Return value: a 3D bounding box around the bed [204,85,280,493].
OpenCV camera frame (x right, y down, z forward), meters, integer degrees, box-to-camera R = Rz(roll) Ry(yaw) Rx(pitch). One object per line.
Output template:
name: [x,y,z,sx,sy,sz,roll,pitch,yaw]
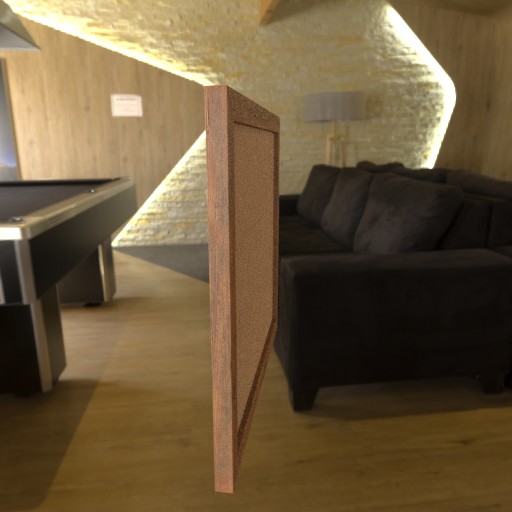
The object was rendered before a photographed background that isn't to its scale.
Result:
bed: [0.000,0.000,1.476,0.046,0.942,1.046,2,14,8]
